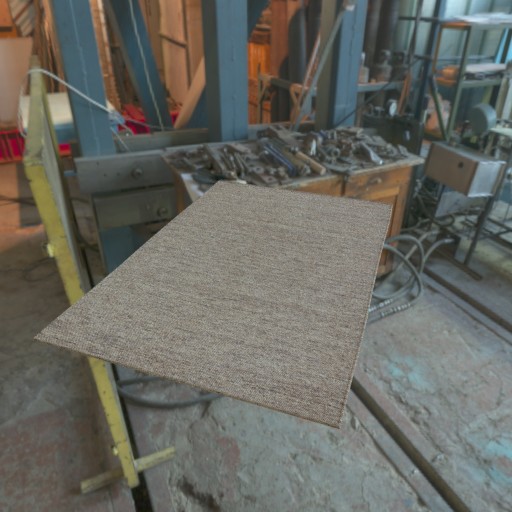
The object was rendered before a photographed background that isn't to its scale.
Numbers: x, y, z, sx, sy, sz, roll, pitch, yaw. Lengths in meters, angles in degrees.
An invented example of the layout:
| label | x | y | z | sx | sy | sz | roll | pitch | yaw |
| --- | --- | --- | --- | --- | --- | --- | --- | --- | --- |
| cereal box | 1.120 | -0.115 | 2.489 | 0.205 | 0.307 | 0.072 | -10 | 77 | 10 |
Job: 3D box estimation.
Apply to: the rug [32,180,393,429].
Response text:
| label | x | y | z | sx | sy | sz | roll | pitch | yaw |
| --- | --- | --- | --- | --- | --- | --- | --- | --- | --- |
| rug | 0.000 | 0.000 | 2.901 | 1.547 | 0.013 | 2.283 | 11 | 32 | 17 |
